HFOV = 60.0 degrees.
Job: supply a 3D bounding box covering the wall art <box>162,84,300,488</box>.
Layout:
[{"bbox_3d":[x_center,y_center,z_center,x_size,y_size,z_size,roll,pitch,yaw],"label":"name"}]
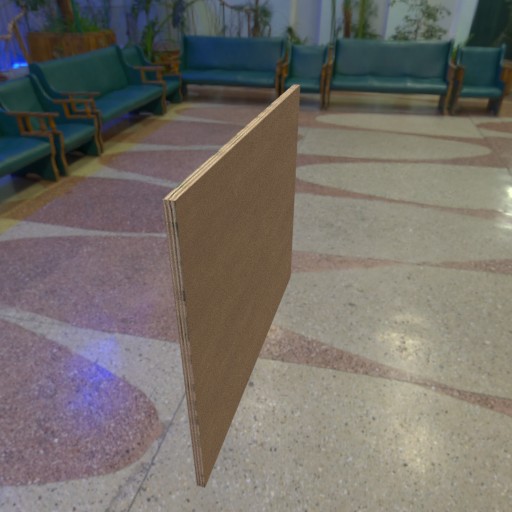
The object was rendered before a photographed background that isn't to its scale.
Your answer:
[{"bbox_3d":[0.000,0.000,0.679,0.012,0.408,0.508,9,33,14],"label":"wall art"}]
